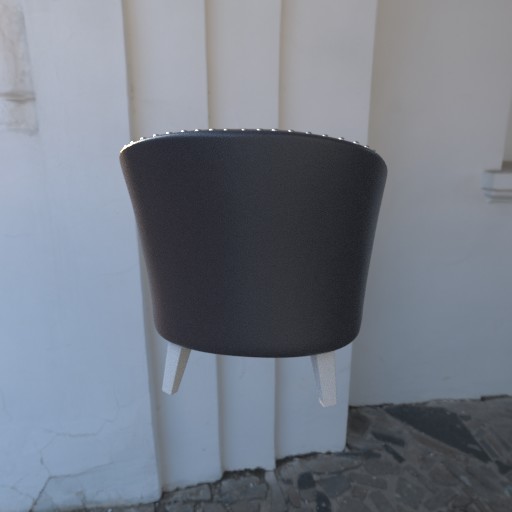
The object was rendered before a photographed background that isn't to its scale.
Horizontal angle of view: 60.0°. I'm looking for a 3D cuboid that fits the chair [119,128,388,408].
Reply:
[{"bbox_3d":[0.000,0.000,1.486,0.794,0.823,0.748,2,16,7],"label":"chair"}]
